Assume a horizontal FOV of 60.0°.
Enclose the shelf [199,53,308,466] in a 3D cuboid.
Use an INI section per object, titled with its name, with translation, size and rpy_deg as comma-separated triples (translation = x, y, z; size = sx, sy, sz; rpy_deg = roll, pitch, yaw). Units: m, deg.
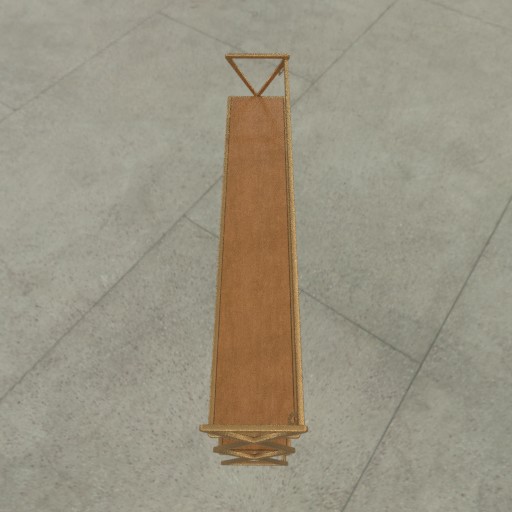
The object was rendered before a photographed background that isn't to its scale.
[shelf]
translation = 0.000, 0.000, 1.007
size = 0.150, 0.450, 0.822
rpy_deg = 0, 59, 0
